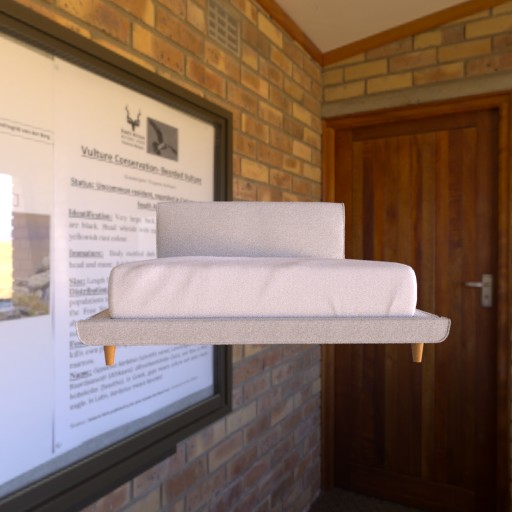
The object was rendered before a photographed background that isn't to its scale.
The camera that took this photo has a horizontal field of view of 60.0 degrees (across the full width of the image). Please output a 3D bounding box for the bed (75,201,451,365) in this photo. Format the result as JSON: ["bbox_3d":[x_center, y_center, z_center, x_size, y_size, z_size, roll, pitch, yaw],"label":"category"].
[{"bbox_3d":[0.000,0.000,3.564,1.980,1.126,2.498,0,1,-2],"label":"bed"}]
